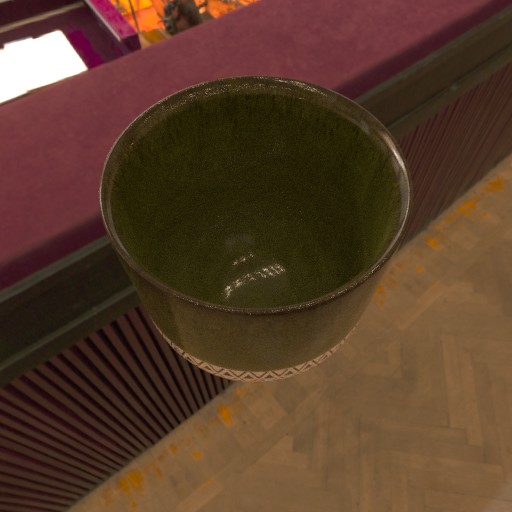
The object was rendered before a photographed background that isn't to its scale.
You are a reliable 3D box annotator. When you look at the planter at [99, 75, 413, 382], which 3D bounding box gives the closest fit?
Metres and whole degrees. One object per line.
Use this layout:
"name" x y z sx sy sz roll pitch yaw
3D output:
"planter" 0.000 0.000 0.493 0.266 0.270 0.266 0 58 0
